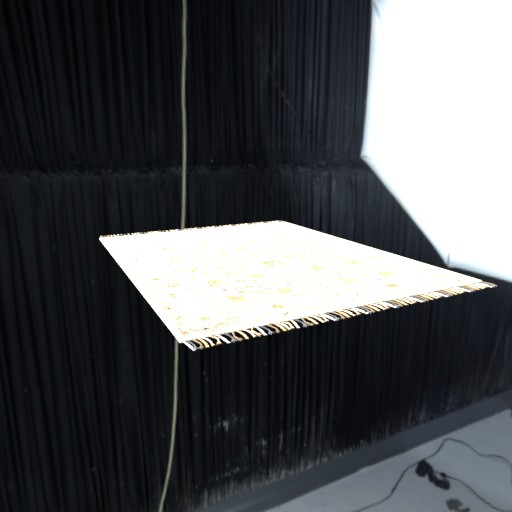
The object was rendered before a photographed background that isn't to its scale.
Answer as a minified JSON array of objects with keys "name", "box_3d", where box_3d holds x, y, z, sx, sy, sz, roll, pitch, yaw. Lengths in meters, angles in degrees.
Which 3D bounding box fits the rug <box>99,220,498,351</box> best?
[{"name":"rug","box_3d":[0.000,0.000,2.213,1.278,0.009,1.726,-7,16,-26]}]
